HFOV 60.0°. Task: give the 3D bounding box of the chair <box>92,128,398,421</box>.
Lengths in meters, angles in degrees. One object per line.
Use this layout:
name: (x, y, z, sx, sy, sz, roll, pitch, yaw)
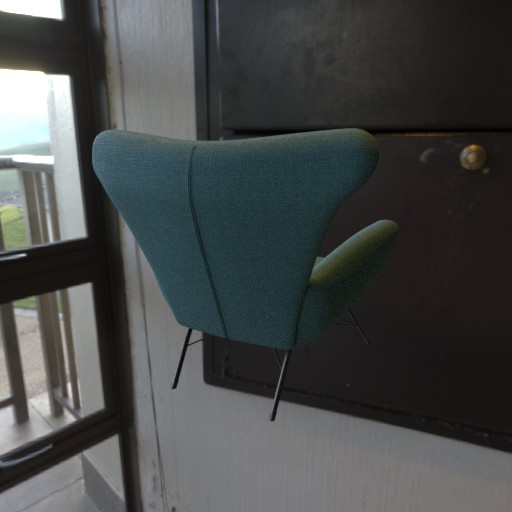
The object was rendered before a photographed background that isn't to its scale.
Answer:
chair: (0.000, 0.000, 1.790, 1.050, 0.980, 0.900, 8, 17, 26)
